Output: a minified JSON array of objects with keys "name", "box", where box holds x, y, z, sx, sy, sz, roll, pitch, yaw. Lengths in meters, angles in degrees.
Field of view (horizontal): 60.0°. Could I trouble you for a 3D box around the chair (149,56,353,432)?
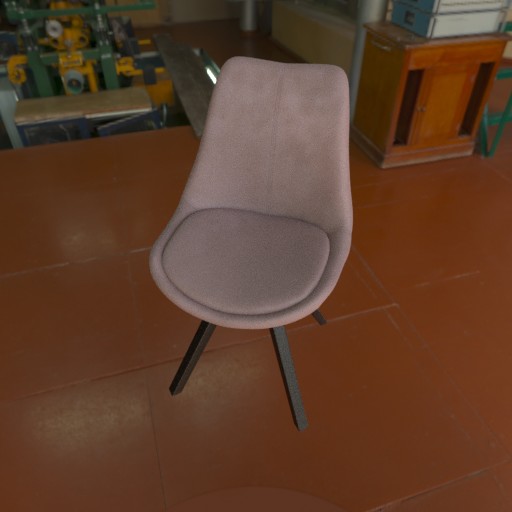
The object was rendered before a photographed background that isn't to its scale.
[{"name":"chair","box":[0.000,0.000,1.201,0.483,0.865,0.547,11,42,12]}]
